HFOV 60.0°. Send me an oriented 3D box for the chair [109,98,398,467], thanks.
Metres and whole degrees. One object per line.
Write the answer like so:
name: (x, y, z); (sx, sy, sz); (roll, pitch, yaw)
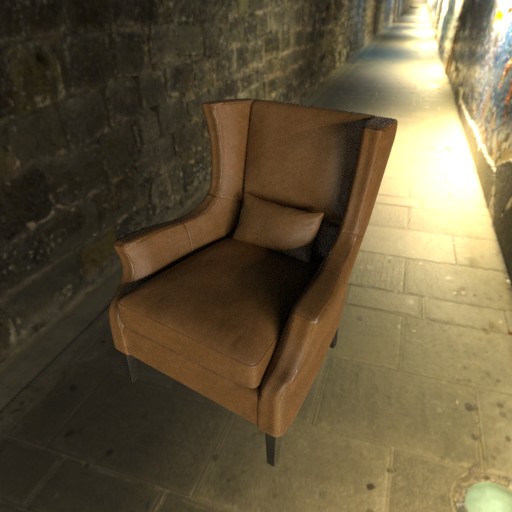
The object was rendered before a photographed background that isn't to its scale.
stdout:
chair: (0.000, 0.000, 1.728); (0.852, 1.016, 0.925); (19, 36, 28)
